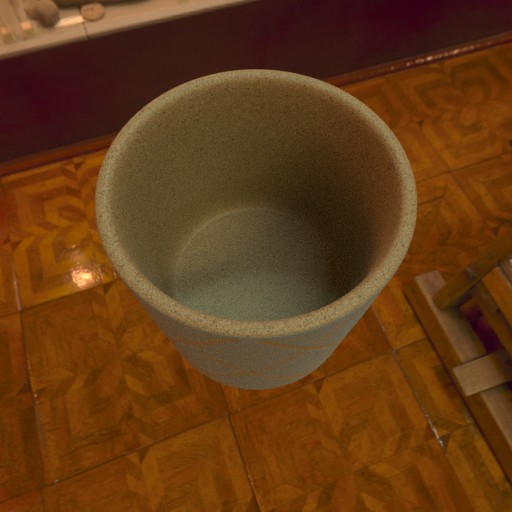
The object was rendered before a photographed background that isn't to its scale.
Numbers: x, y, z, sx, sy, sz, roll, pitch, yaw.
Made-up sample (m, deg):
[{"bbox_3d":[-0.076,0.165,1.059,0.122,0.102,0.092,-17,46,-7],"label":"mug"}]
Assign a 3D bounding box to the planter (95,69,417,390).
[{"bbox_3d":[0.000,0.000,0.353,0.191,0.200,0.191,0,63,0],"label":"planter"}]
